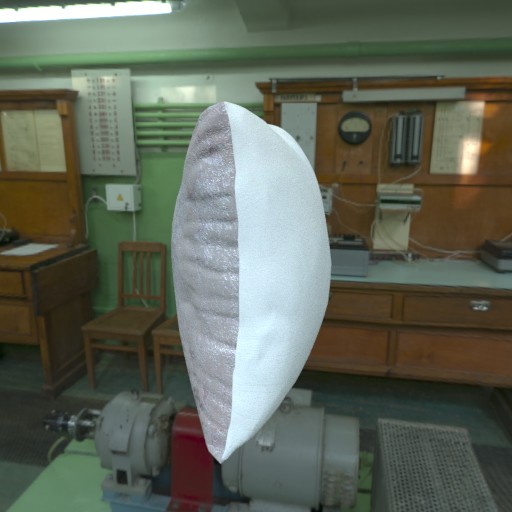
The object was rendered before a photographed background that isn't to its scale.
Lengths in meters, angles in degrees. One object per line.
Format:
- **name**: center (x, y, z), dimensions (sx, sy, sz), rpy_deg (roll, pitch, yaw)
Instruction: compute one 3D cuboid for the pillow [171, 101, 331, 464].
- **pillow**: center (0.000, 0.000, 0.730), dimensions (0.245, 0.448, 0.450), rpy_deg (2, 15, 9)
